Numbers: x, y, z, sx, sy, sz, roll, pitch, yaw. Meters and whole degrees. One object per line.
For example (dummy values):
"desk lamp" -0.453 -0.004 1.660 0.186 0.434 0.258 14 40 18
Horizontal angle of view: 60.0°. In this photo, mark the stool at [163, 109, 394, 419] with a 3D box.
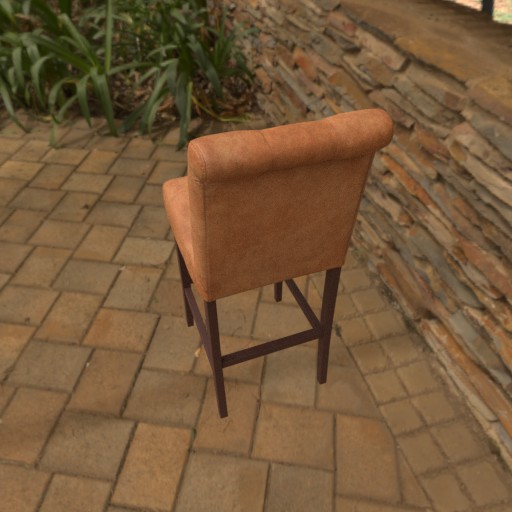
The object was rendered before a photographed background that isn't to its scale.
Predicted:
"stool" 0.000 0.000 1.487 0.493 1.140 0.601 -14 43 -15
